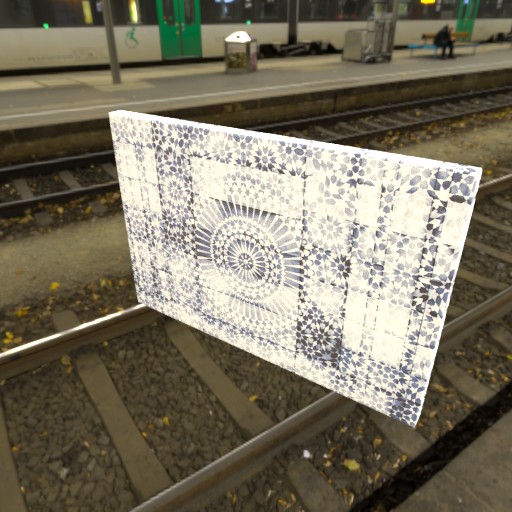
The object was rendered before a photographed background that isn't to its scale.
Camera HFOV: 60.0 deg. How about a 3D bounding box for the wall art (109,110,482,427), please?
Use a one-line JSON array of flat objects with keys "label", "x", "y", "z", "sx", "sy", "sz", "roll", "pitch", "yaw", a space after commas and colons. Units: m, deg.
[{"label": "wall art", "x": 0.000, "y": 0.000, "z": 0.743, "sx": 0.608, "sy": 0.406, "sz": 0.030, "roll": 18, "pitch": 34, "yaw": 29}]
